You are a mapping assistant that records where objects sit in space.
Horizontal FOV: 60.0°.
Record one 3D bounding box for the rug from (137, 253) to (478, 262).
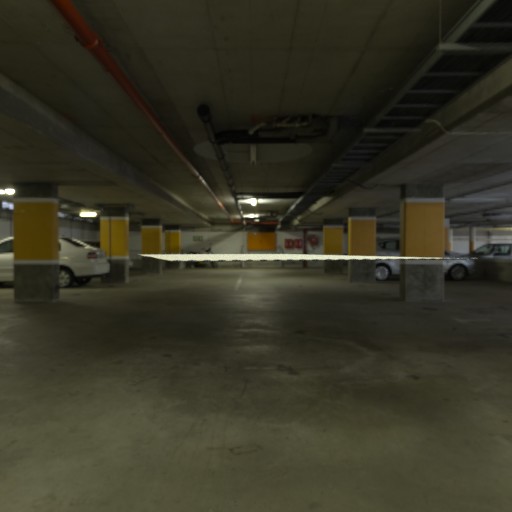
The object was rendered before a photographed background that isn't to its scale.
[{"bbox_3d":[0.000,0.000,2.621,1.248,0.009,2.108,0,1,-18],"label":"rug"}]
